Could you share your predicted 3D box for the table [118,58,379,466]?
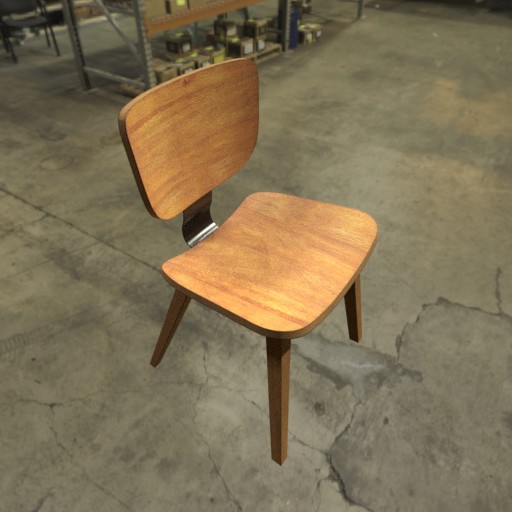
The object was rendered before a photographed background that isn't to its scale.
[{"bbox_3d":[0.000,0.000,1.116,0.500,0.805,0.499,24,46,25],"label":"table"}]
